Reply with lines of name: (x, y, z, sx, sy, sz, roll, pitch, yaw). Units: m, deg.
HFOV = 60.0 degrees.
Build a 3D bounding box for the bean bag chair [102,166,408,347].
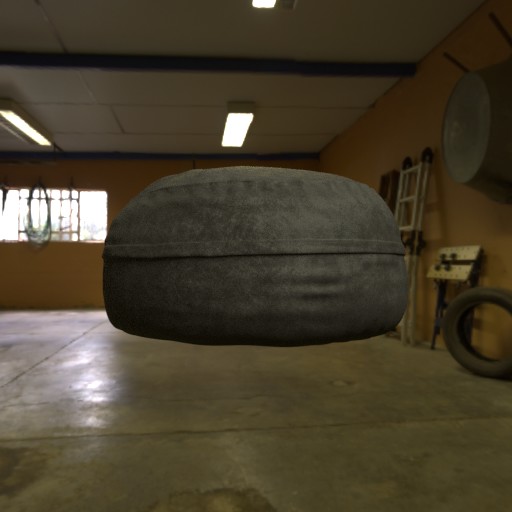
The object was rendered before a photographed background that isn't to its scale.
bean bag chair: (0.000, 0.000, 2.347, 1.525, 0.751, 1.525, 0, -1, 0)
